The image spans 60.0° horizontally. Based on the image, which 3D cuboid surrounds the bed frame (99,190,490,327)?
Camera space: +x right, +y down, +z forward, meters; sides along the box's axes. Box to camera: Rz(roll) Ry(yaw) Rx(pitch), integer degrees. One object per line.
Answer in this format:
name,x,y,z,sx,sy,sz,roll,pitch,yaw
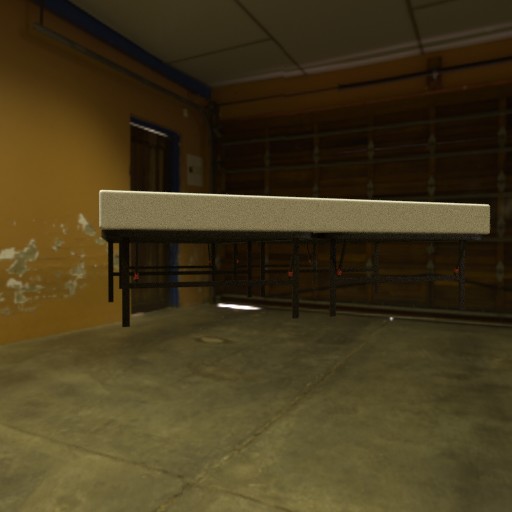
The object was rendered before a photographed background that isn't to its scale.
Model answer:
bed frame,0.000,0.000,3.002,1.930,0.559,2.032,0,1,-18
